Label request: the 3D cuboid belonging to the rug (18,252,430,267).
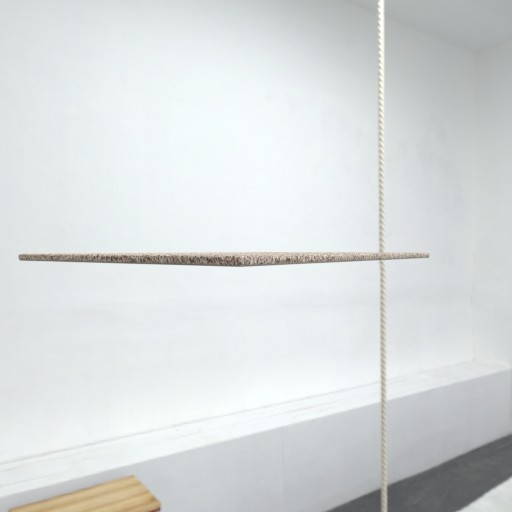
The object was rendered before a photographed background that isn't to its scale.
[{"bbox_3d":[0.000,0.000,2.239,1.219,0.030,1.778,1,1,37],"label":"rug"}]
